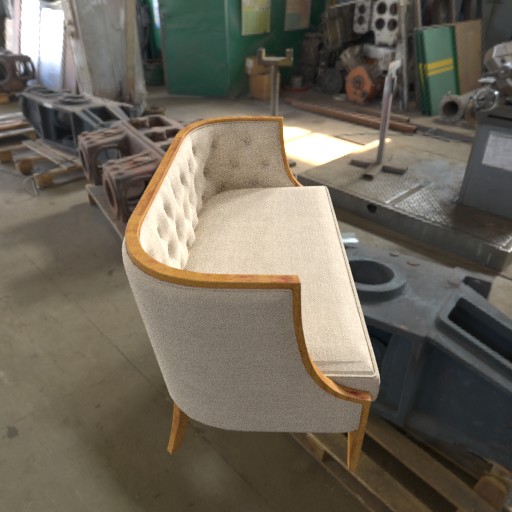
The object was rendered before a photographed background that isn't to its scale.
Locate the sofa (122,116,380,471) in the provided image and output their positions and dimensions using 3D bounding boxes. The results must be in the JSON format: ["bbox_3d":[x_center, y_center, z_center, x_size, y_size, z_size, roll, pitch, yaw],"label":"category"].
[{"bbox_3d":[0.000,0.000,1.877,0.770,0.775,1.474,1,33,1],"label":"sofa"}]
